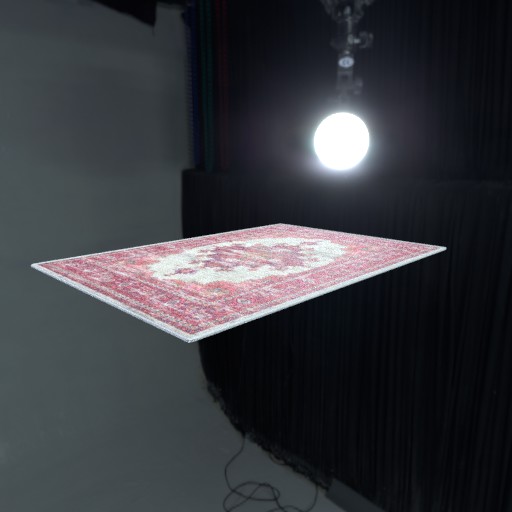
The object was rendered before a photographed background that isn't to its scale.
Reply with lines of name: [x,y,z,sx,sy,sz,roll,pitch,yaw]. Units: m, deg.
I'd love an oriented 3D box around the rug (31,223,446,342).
rug: [0.000,0.000,2.243,1.217,0.011,1.747,13,18,43]
